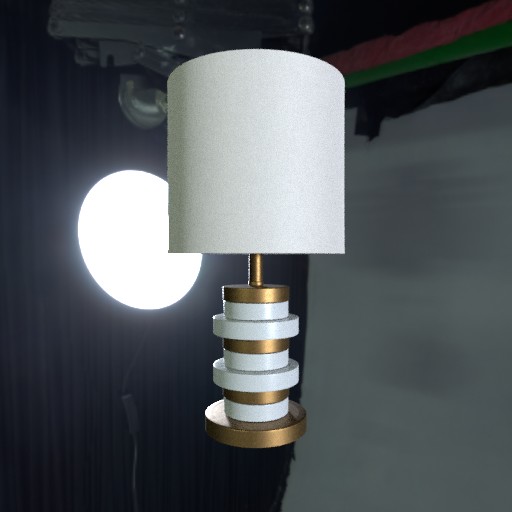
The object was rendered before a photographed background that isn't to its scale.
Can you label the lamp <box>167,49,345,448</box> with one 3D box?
[{"bbox_3d":[0.000,0.000,0.534,0.210,0.410,0.210,0,0,36],"label":"lamp"}]
